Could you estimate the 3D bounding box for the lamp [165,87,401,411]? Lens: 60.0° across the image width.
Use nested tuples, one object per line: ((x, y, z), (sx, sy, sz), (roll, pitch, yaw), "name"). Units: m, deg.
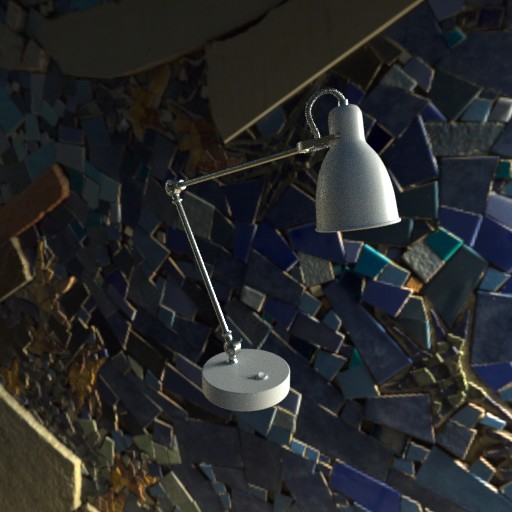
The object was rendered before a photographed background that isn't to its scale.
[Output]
((0.000, 0.000, 0.855), (0.561, 0.587, 0.187), (14, 20, 42), "lamp")
